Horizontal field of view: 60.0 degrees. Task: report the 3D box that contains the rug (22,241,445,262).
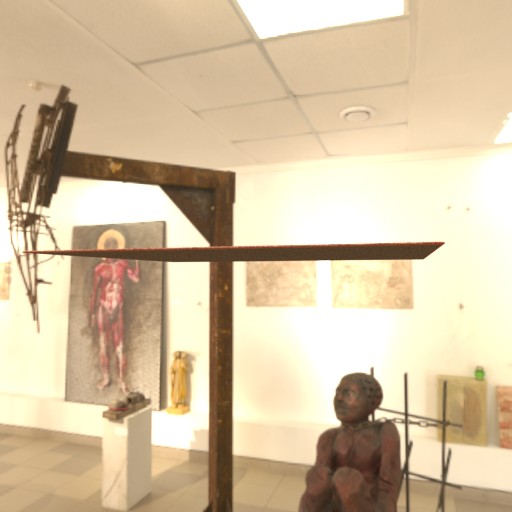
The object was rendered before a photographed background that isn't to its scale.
[{"bbox_3d":[0.000,0.000,4.139,3.050,0.016,2.441,-1,-3,18],"label":"rug"}]
